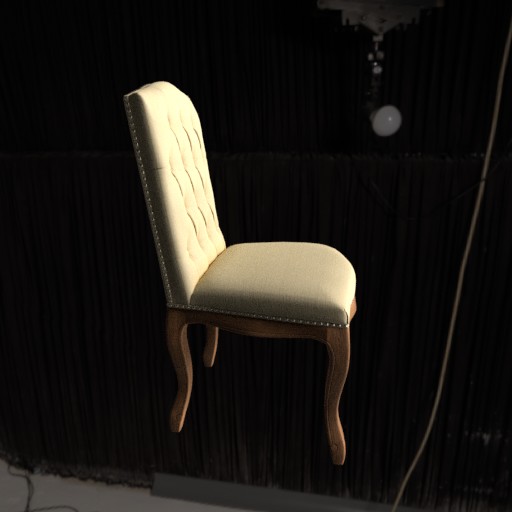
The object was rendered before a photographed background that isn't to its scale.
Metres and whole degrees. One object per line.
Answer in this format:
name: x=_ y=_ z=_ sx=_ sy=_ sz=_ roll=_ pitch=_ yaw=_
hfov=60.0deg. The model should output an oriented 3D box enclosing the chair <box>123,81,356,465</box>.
chair: x=0.000 y=0.000 z=1.574 sx=0.715 sy=1.165 sz=0.623 roll=3 pitch=16 yaw=9
